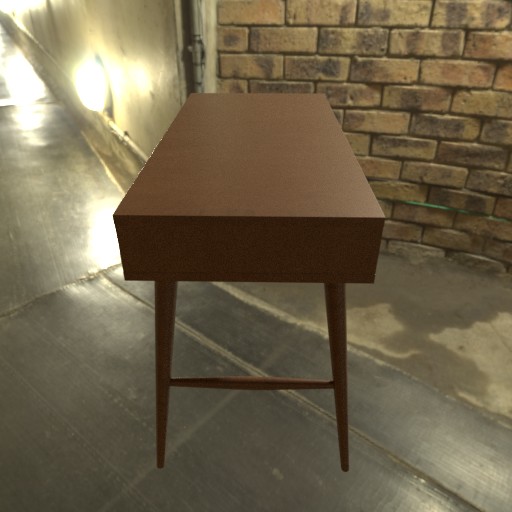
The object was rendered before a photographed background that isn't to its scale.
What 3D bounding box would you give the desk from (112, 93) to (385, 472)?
[{"bbox_3d":[0.000,0.000,1.363,0.510,0.758,0.949,1,32,1],"label":"desk"}]
